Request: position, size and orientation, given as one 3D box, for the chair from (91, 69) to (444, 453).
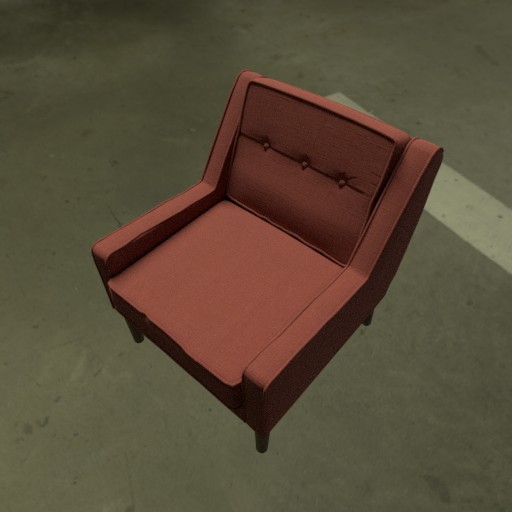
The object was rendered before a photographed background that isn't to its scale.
[{"bbox_3d":[0.000,0.000,1.372,0.680,0.812,0.770,33,55,26],"label":"chair"}]
